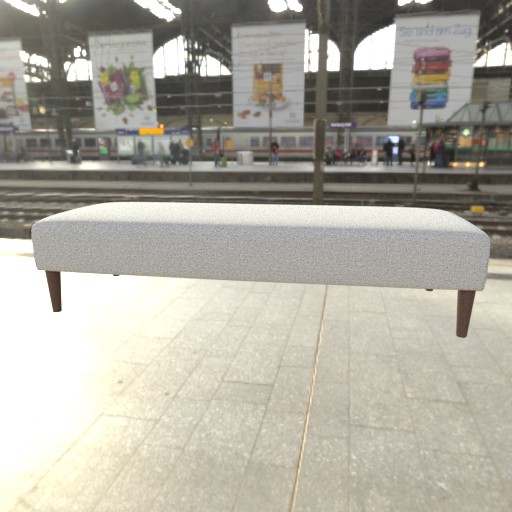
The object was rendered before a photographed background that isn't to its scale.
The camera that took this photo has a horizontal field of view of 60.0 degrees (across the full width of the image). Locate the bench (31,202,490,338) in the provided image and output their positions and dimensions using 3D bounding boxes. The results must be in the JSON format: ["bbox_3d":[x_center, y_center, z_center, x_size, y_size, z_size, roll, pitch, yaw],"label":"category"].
[{"bbox_3d":[0.000,0.000,1.826,1.598,0.383,0.631,2,14,9],"label":"bench"}]
